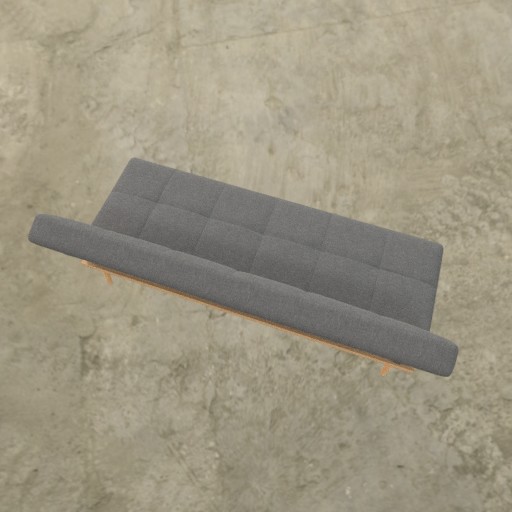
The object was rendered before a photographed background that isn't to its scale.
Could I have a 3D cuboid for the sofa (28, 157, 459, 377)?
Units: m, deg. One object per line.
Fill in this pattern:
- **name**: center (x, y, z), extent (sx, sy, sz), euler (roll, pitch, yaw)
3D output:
- **sofa**: center (0.000, 0.000, 2.222), extent (1.820, 0.770, 0.820), euler (17, 64, 9)
